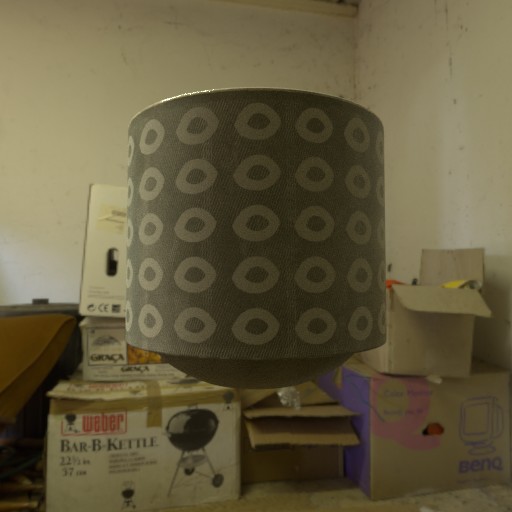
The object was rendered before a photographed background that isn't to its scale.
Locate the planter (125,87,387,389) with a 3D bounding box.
[{"bbox_3d":[0.000,0.000,0.338,0.190,0.181,0.190,0,-3,0],"label":"planter"}]
